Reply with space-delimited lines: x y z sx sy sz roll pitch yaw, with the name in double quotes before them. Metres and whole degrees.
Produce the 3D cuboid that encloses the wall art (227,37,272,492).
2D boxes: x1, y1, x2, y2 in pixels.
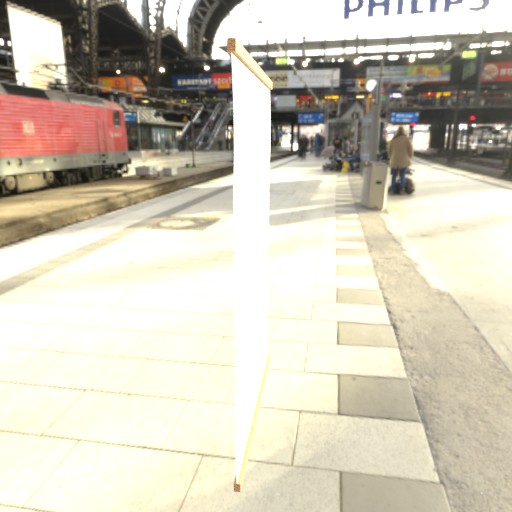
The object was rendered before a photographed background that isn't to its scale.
"wall art" 0.000 0.000 1.913 0.025 1.521 1.011 2 15 8
